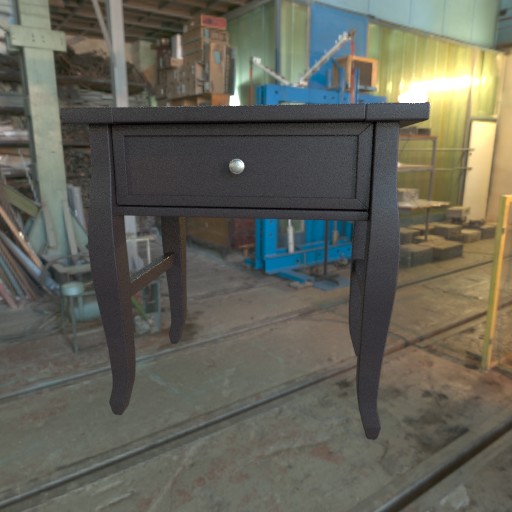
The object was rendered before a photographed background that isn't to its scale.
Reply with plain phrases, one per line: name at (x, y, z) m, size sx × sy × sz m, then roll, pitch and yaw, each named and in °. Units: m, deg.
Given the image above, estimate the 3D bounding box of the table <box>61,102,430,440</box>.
table at (0.000, 0.000, 0.999) m, size 0.602 × 0.605 × 0.460 m, roll 2°, pitch 14°, yaw 9°
